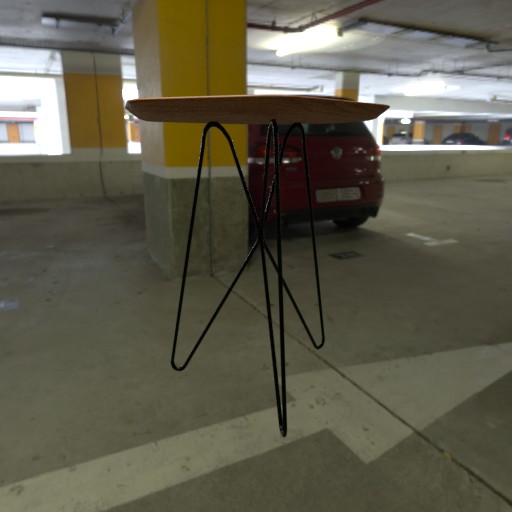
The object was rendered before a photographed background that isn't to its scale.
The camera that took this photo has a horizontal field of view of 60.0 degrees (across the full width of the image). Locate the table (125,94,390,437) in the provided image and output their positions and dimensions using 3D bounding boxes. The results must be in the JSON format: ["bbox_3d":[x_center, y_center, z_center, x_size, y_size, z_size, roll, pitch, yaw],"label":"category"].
[{"bbox_3d":[0.000,0.000,0.879,0.500,0.562,0.400,-14,21,-43],"label":"table"}]
